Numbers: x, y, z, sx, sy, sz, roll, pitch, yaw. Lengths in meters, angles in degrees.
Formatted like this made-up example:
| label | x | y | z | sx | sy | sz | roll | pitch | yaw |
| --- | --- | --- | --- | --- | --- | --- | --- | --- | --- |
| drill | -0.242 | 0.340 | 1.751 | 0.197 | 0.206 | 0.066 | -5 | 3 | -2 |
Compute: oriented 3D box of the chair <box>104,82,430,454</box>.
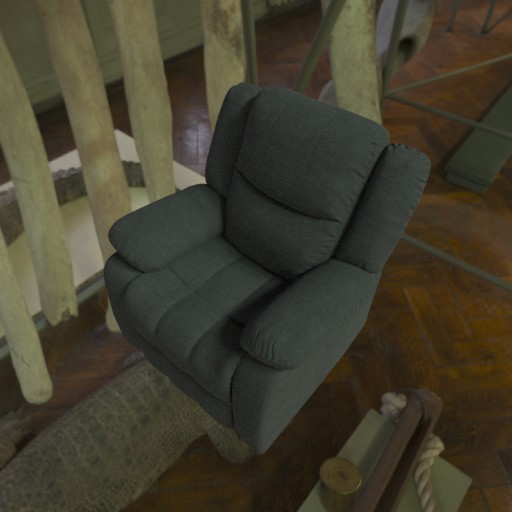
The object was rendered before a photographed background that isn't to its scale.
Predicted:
| label | x | y | z | sx | sy | sz | roll | pitch | yaw |
| --- | --- | --- | --- | --- | --- | --- | --- | --- | --- |
| chair | 0.000 | 0.000 | 1.714 | 0.899 | 1.008 | 0.944 | 31 | 54 | 26 |
